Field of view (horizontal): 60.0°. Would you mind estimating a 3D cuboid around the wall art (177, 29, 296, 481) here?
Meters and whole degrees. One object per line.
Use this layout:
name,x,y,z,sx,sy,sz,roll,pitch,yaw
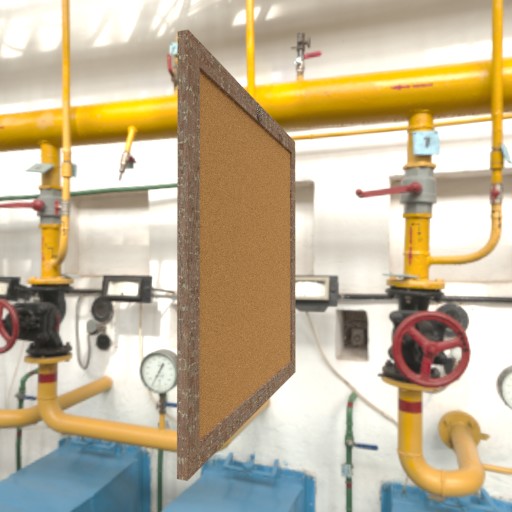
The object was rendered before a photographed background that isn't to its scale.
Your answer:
wall art,0.000,0.000,0.560,0.012,0.384,0.384,0,-1,19
